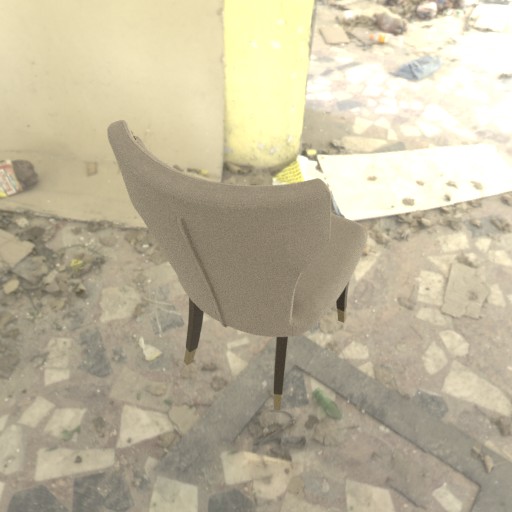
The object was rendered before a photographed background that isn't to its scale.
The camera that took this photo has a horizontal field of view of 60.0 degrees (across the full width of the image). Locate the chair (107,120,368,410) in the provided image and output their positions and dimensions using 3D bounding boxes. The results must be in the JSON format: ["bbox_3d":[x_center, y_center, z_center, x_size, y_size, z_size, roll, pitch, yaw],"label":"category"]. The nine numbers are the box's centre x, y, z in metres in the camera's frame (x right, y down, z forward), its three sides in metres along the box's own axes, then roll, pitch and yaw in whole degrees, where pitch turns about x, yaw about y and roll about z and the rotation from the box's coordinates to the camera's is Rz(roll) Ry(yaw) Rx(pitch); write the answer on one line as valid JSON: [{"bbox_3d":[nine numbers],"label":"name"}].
[{"bbox_3d":[0.000,0.000,1.320,0.526,0.950,0.630,21,50,19],"label":"chair"}]
